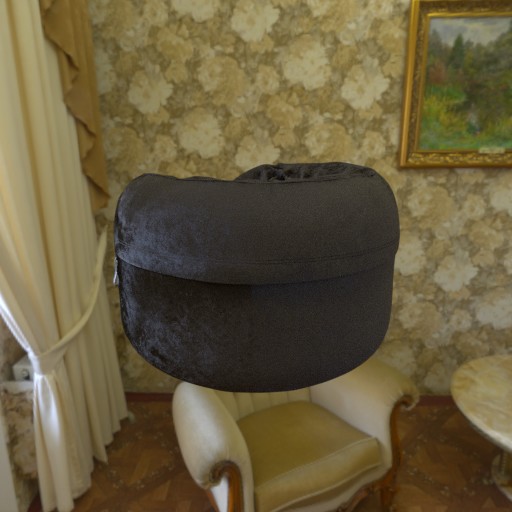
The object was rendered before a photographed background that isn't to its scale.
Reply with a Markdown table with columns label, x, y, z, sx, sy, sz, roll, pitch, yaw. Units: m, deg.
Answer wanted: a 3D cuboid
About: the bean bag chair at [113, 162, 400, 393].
| label | x | y | z | sx | sy | sz | roll | pitch | yaw |
| --- | --- | --- | --- | --- | --- | --- | --- | --- | --- |
| bean bag chair | 0.000 | 0.000 | 1.511 | 0.918 | 0.605 | 0.918 | 0 | 15 | 0 |
